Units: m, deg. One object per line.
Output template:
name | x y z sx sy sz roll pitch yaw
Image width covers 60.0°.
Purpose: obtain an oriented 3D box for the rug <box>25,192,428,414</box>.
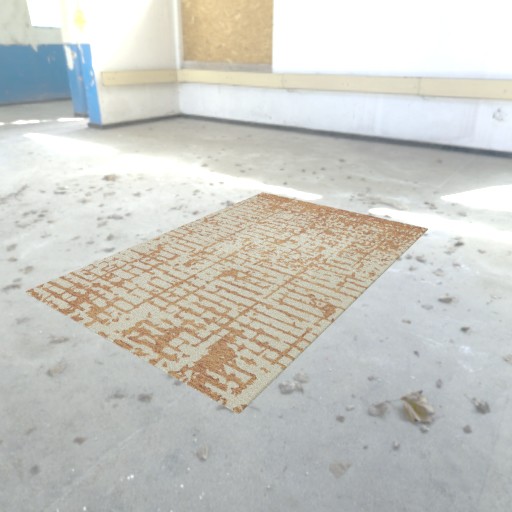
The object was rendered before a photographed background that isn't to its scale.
rug | 0.000 0.000 2.318 1.219 0.011 1.829 18 31 32
